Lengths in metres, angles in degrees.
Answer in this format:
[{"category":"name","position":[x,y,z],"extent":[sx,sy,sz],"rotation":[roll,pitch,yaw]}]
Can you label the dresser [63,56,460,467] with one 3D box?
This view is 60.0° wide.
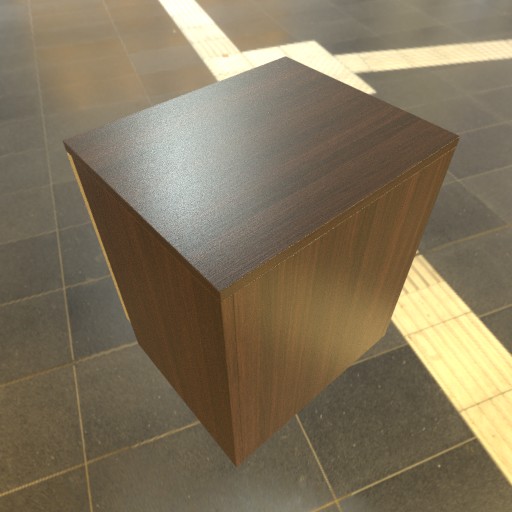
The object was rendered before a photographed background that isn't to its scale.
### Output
[{"category":"dresser","position":[0.000,0.000,0.757],"extent":[0.400,0.470,0.360],"rotation":[-32,55,-27]}]
